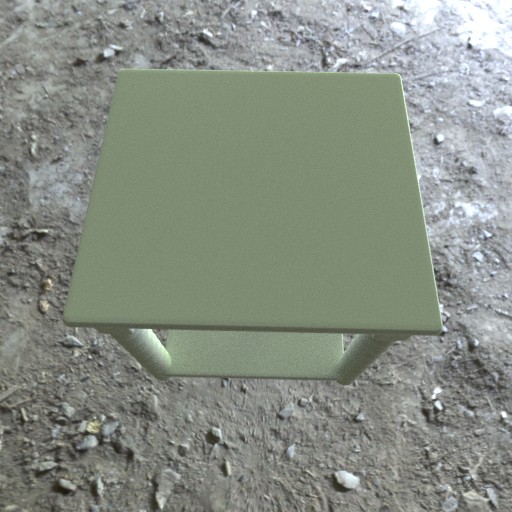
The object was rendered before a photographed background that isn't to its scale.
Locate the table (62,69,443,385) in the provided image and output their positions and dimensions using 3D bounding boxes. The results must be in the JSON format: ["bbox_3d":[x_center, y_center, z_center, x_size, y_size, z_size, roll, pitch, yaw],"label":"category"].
[{"bbox_3d":[0.000,0.000,0.973,0.533,0.563,0.500,1,64,1],"label":"table"}]
